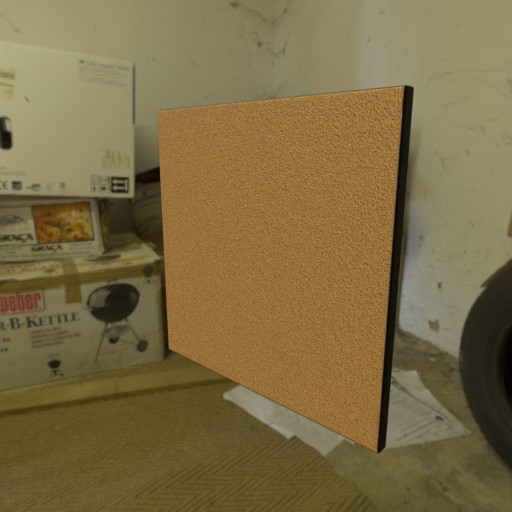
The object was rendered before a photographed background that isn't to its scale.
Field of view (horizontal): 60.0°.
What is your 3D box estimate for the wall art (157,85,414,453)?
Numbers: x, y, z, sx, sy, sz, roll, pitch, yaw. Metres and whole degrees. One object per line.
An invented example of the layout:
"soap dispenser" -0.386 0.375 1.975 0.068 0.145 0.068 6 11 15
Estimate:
"wall art" 0.000 0.000 0.682 0.456 0.453 0.022 12 18 42
